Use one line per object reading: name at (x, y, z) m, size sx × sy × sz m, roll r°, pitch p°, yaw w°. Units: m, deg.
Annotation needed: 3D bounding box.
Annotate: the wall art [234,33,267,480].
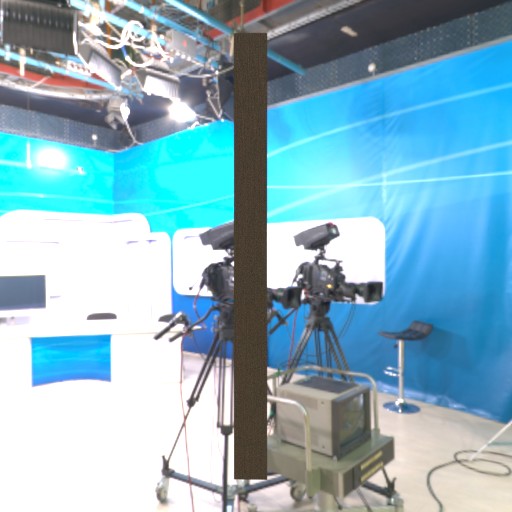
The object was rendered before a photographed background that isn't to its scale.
wall art at (0.000, 0.000, 0.756) m, size 0.038 × 0.506 × 0.508 m, roll 0°, pitch 0°, yaw 1°
